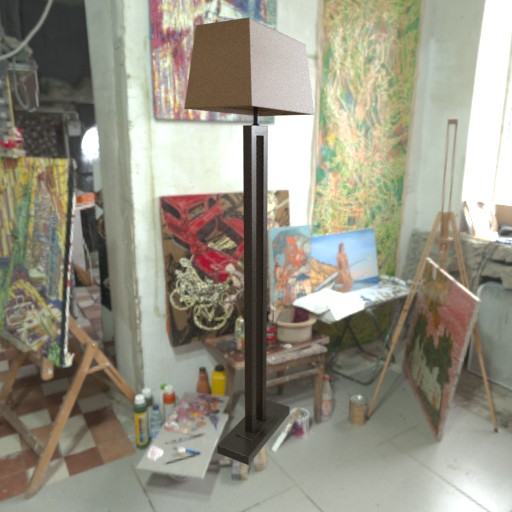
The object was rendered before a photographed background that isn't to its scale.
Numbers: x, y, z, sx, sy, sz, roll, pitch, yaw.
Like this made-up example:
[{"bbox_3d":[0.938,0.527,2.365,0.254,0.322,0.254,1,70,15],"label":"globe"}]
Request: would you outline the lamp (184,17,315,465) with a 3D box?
[{"bbox_3d":[0.000,0.000,1.606,0.233,1.469,0.475,8,16,28],"label":"lamp"}]
